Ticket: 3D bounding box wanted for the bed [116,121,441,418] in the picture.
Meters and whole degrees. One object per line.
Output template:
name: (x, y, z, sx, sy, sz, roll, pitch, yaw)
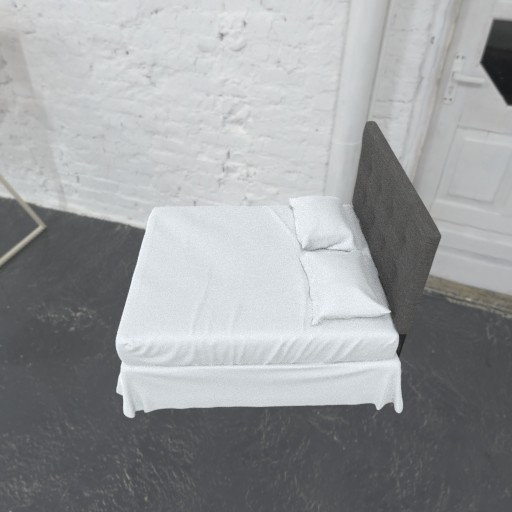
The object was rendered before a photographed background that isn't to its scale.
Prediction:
bed: (0.000, 0.000, 3.570, 2.222, 1.577, 1.936, -1, 39, -1)
